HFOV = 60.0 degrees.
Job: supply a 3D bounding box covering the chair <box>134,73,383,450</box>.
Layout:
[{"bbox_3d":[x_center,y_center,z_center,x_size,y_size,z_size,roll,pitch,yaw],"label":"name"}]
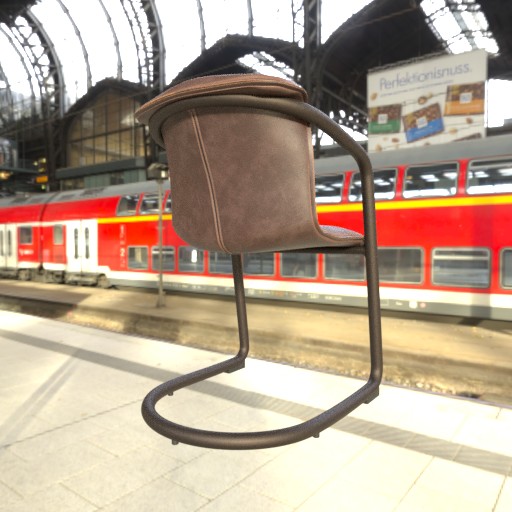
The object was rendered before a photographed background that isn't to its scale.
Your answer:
[{"bbox_3d":[0.000,0.000,1.249,0.536,0.836,0.664,1,2,36],"label":"chair"}]
